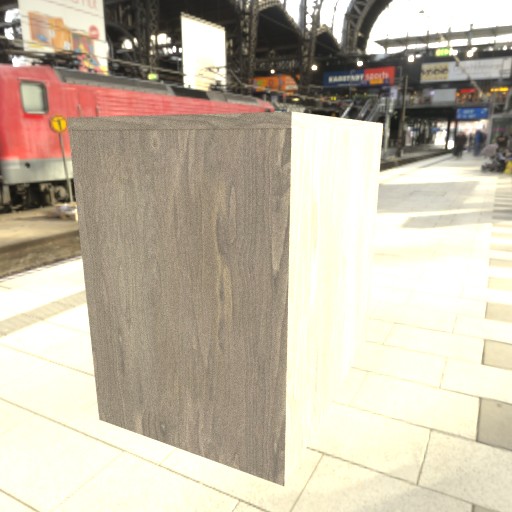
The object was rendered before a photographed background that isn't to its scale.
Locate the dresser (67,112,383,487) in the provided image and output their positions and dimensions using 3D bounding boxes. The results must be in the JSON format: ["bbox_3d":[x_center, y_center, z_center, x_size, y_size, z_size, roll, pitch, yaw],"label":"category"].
[{"bbox_3d":[0.000,0.000,1.309,0.529,0.762,0.809,7,17,25],"label":"dresser"}]
